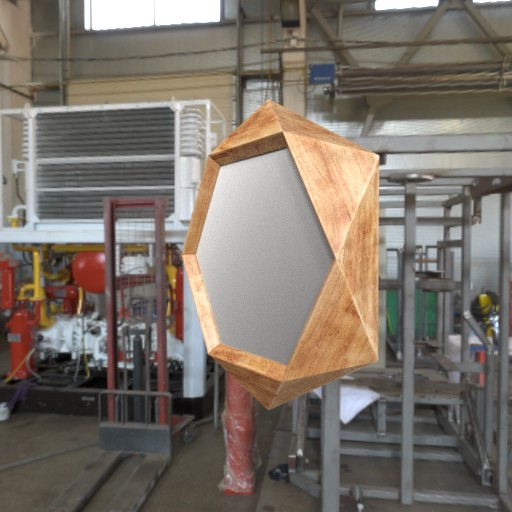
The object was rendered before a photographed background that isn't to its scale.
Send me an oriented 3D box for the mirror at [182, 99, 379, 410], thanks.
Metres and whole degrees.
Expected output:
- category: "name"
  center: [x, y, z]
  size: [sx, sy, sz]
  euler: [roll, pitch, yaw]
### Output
- category: "mirror"
  center: [0.000, 0.000, 1.088]
  size: [0.091, 0.779, 0.675]
  euler: [-1, 1, -37]
